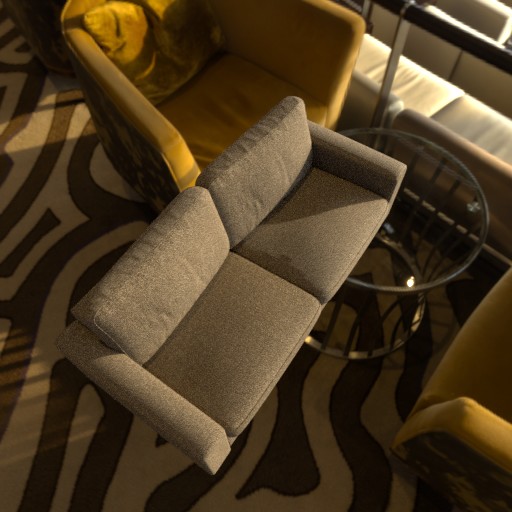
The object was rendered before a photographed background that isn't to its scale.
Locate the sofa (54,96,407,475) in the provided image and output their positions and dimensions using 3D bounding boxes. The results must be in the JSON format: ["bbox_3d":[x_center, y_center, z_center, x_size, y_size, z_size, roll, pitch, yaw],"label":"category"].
[{"bbox_3d":[0.000,0.000,2.679,1.016,0.873,2.179,30,63,18],"label":"sofa"}]
